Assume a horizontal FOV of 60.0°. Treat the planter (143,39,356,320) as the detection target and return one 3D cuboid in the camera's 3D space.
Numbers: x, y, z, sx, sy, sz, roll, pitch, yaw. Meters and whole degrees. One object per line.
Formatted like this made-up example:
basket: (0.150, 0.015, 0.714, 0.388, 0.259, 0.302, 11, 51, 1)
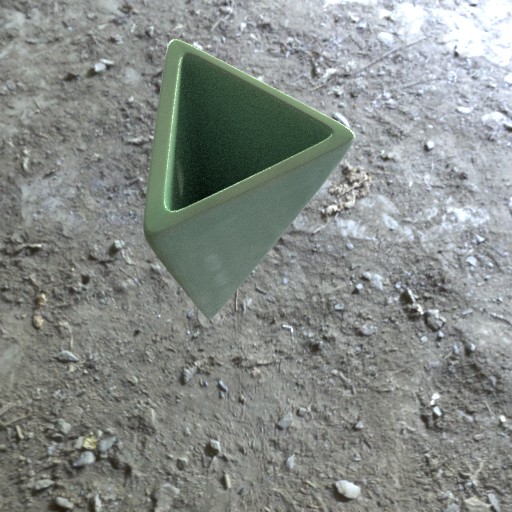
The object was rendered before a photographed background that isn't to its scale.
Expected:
planter: (0.000, 0.000, 0.216, 0.064, 0.178, 0.080, 0, 62, 0)
